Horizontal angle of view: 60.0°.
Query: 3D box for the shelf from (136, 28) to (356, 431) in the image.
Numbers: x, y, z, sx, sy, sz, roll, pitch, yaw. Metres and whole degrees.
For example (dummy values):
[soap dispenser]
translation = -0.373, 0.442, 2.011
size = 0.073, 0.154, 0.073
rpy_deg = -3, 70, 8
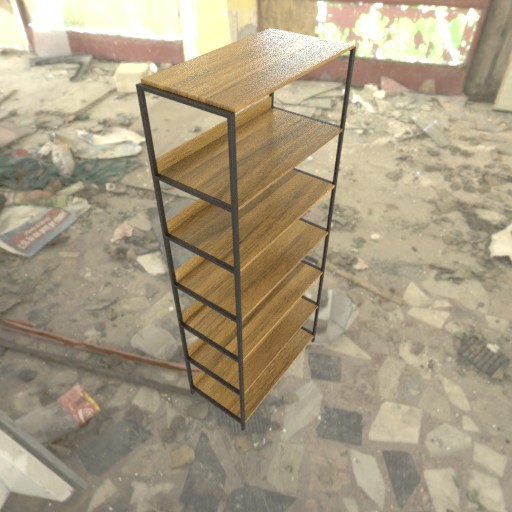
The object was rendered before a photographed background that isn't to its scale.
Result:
[shelf]
translation = 0.000, 0.000, 2.376
size = 0.431, 2.015, 0.847
rpy_deg = 26, 48, 26
